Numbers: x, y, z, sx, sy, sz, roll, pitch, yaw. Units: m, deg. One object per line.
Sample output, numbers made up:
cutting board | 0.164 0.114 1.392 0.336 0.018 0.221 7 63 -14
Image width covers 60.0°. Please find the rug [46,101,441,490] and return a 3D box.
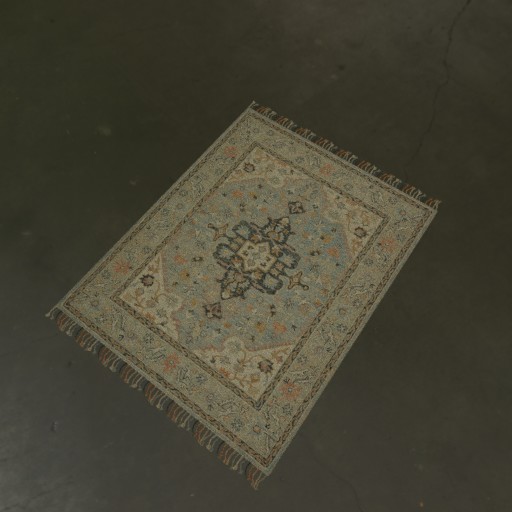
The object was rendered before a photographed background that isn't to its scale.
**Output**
rug | 0.000 0.000 4.249 2.379 0.011 3.221 33 69 15
